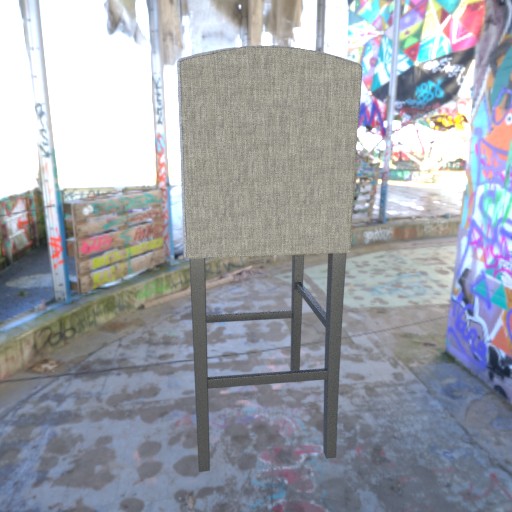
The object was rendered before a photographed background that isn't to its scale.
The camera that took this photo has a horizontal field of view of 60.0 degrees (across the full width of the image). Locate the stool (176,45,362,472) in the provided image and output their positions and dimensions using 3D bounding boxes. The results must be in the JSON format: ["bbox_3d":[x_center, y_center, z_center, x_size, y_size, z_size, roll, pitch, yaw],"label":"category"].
[{"bbox_3d":[0.000,0.000,1.415,0.451,1.138,0.552,-2,14,-8],"label":"stool"}]
